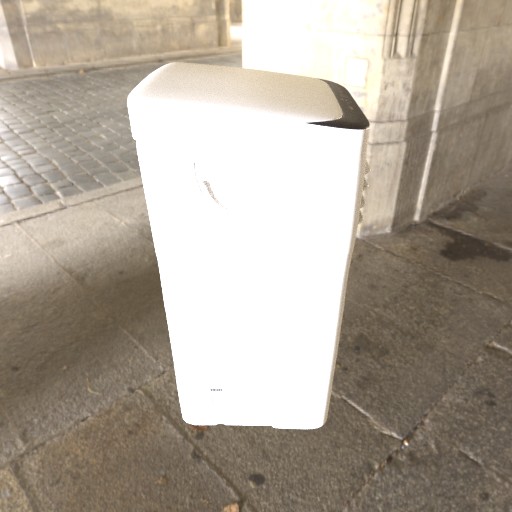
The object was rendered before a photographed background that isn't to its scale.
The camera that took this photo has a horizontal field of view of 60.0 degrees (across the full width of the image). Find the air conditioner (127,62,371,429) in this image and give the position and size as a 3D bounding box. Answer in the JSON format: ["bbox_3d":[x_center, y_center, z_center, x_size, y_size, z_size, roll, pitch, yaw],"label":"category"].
[{"bbox_3d":[0.000,0.000,0.922,0.369,0.716,0.352,1,32,2],"label":"air conditioner"}]
